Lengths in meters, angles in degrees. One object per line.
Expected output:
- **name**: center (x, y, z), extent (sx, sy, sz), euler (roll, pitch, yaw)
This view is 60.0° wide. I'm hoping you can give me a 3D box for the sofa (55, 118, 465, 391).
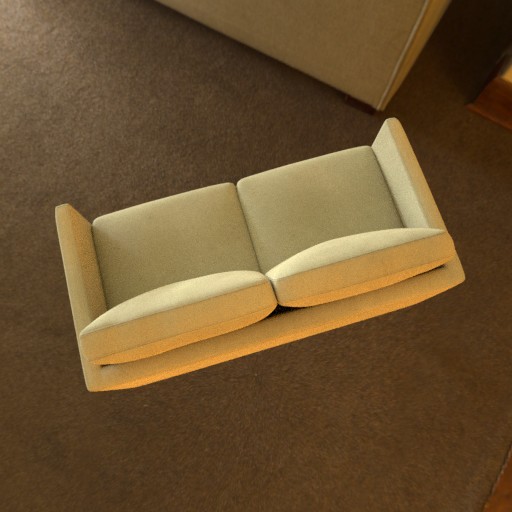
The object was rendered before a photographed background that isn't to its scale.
- **sofa**: center (0.000, 0.000, 2.393), extent (1.846, 0.940, 0.950), euler (-16, 76, -4)
